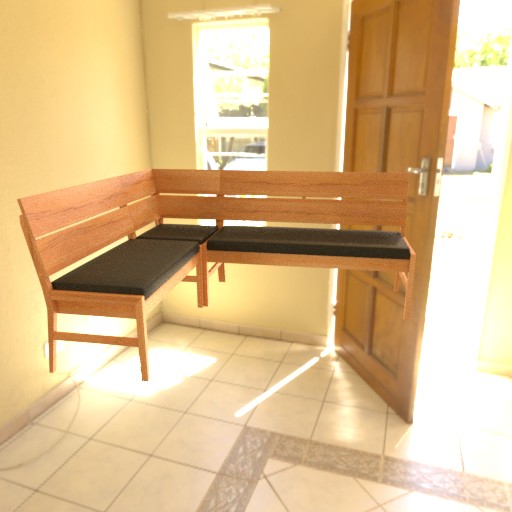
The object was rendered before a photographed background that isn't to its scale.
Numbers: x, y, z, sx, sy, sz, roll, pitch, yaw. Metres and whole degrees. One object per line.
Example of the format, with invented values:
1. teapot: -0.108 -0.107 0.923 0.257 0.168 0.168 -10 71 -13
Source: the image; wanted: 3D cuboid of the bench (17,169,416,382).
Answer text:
1. bench: 0.000 0.000 2.714 1.948 0.890 1.548 3 16 9
